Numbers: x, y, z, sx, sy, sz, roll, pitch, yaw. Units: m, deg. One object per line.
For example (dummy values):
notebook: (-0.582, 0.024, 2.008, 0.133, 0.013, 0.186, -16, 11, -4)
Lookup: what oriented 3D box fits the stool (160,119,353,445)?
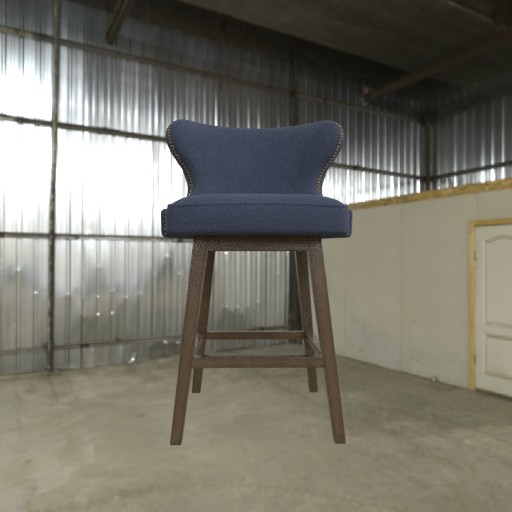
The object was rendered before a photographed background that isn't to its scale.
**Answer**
stool: (0.000, 0.000, 1.405, 0.615, 0.972, 0.597, 0, 0, -1)
